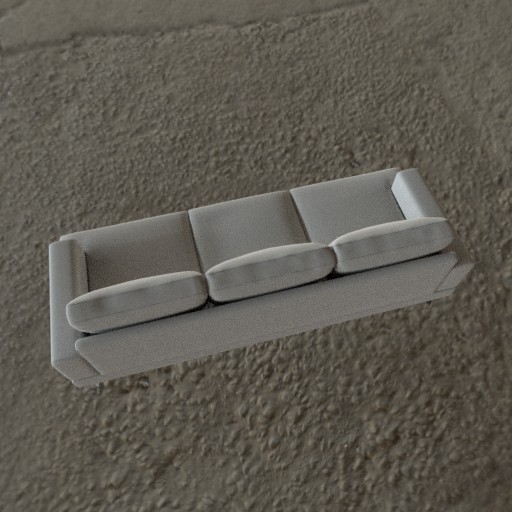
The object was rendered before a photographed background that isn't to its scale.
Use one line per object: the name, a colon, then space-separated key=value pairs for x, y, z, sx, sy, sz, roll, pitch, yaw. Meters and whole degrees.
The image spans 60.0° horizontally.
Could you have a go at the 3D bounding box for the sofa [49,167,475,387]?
sofa: x=0.000 y=0.000 z=2.673 sx=2.310 sy=0.810 sz=0.920 roll=-13 pitch=60 yaw=-7
